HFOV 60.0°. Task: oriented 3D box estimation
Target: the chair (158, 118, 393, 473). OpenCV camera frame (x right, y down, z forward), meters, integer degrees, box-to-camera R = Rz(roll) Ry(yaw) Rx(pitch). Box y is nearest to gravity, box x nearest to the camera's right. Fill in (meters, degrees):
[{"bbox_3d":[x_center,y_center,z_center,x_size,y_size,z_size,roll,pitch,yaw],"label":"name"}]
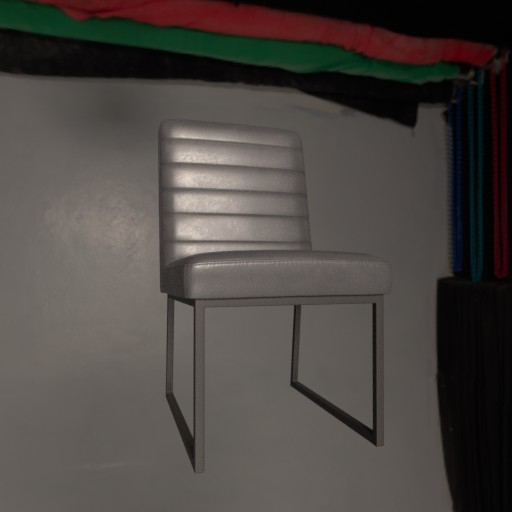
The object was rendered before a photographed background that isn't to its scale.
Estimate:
[{"bbox_3d":[0.000,0.000,1.297,0.520,0.930,0.634,0,-1,-18],"label":"chair"}]
